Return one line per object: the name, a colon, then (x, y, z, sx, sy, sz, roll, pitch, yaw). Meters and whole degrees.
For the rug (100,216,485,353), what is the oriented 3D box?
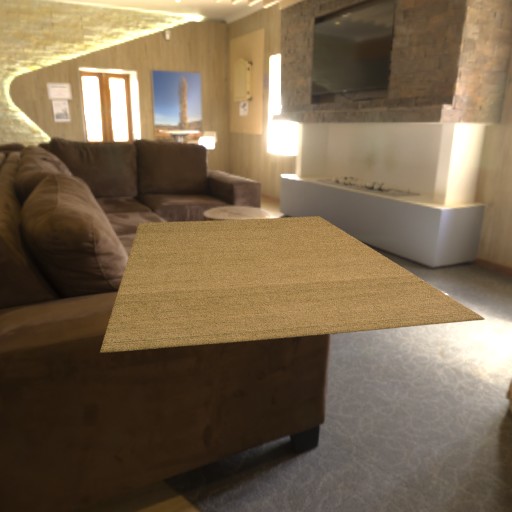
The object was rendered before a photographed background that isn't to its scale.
rug: (0.000, 0.000, 4.941, 2.782, 0.025, 3.935, -3, 17, -10)
